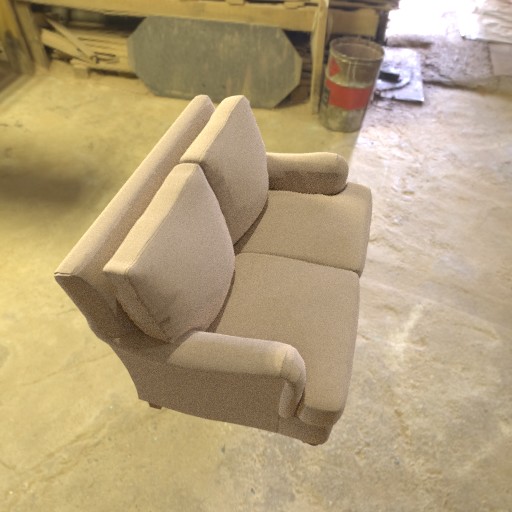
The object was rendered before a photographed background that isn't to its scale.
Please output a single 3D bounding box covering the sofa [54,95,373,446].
[{"bbox_3d":[0.000,0.000,2.234,1.087,1.048,1.508,11,46,10],"label":"sofa"}]
